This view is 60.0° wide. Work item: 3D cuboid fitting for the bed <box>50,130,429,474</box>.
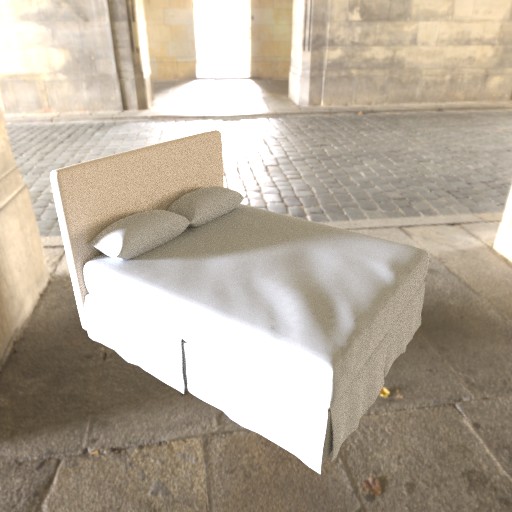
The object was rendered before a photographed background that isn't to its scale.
[{"bbox_3d":[0.000,0.000,3.216,2.142,1.330,1.748,17,32,31],"label":"bed"}]
